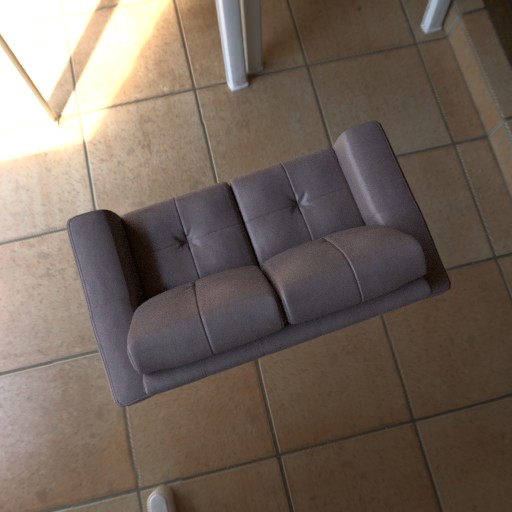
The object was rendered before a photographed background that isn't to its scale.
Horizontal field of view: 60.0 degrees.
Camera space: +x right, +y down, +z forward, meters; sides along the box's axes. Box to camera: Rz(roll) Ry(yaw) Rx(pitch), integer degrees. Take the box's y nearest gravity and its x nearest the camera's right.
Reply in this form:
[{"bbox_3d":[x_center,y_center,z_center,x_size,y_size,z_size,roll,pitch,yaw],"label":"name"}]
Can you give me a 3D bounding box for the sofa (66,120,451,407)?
[{"bbox_3d":[0.000,0.000,2.350,1.806,0.907,1.018,-19,78,-4],"label":"sofa"}]
